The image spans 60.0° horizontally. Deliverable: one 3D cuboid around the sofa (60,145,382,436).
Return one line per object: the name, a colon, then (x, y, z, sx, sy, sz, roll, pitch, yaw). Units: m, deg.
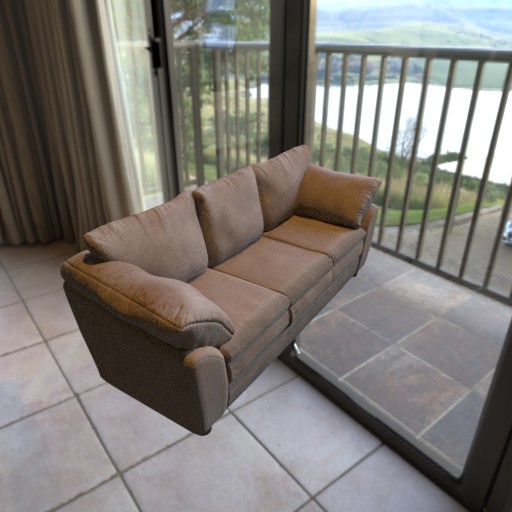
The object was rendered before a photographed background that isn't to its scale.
sofa: (0.000, 0.000, 2.919, 0.878, 0.996, 2.334, 17, 32, 30)
